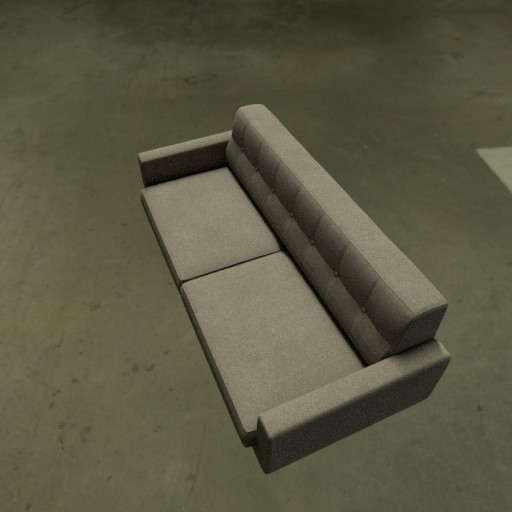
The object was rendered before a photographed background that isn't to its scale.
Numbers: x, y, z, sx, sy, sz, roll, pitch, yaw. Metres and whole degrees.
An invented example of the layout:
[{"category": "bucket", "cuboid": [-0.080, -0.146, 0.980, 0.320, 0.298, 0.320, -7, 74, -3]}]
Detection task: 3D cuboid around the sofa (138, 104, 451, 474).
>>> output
[{"category": "sofa", "cuboid": [0.000, 0.000, 2.473, 0.909, 0.841, 2.029, -18, 49, -16]}]
